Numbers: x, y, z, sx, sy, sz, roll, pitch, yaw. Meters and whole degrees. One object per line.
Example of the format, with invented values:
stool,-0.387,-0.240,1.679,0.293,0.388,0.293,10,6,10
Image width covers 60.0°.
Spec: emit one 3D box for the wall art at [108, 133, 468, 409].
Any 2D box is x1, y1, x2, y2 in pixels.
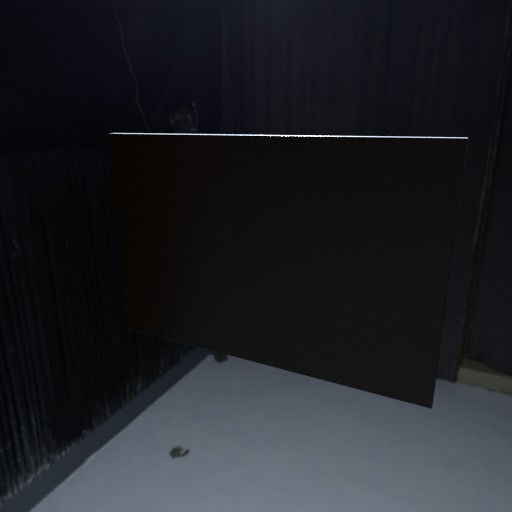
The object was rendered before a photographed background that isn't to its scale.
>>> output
wall art,0.000,0.000,1.159,0.932,0.610,0.027,8,19,26
